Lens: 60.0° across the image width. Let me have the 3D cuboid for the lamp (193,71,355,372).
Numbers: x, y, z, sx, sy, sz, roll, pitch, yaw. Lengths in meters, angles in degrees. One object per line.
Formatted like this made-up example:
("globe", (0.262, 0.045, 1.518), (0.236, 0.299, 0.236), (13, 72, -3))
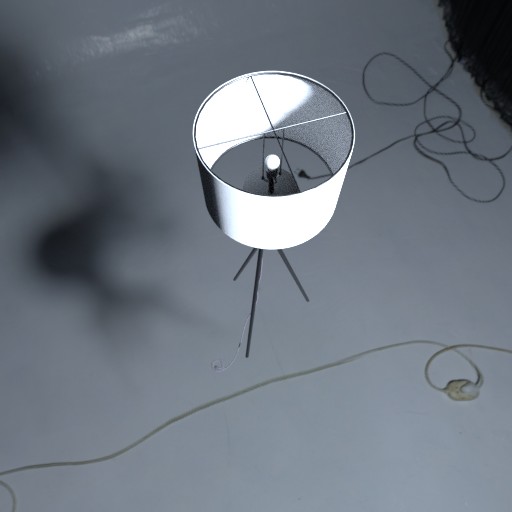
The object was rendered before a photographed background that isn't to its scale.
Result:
("lamp", (0.000, 0.000, 1.918), (0.667, 1.624, 0.522), (-16, 66, -7))
